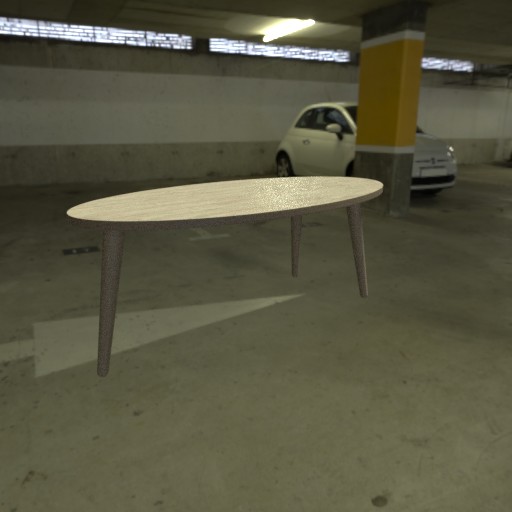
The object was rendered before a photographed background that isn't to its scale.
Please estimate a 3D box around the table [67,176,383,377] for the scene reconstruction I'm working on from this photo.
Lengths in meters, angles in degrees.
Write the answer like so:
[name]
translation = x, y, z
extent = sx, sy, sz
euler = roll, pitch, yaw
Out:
[table]
translation = 0.000, 0.000, 1.348
extent = 1.083, 0.390, 0.542
euler = -15, 22, -42
